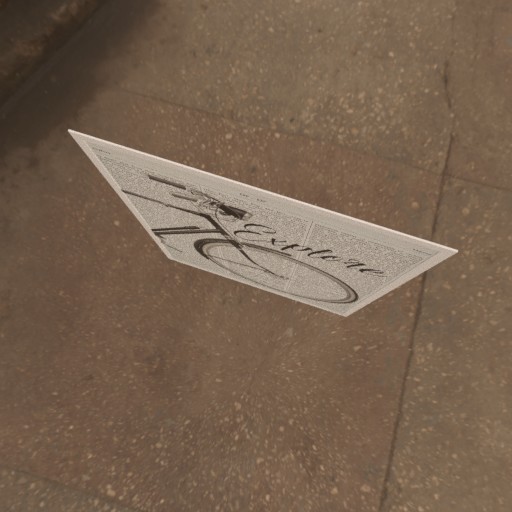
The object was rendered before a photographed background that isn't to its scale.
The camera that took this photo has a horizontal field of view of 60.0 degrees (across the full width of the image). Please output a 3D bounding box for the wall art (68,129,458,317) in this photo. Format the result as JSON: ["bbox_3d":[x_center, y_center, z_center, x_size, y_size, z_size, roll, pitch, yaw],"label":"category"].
[{"bbox_3d":[0.000,0.000,0.789,0.457,0.610,0.003,18,76,4],"label":"wall art"}]
